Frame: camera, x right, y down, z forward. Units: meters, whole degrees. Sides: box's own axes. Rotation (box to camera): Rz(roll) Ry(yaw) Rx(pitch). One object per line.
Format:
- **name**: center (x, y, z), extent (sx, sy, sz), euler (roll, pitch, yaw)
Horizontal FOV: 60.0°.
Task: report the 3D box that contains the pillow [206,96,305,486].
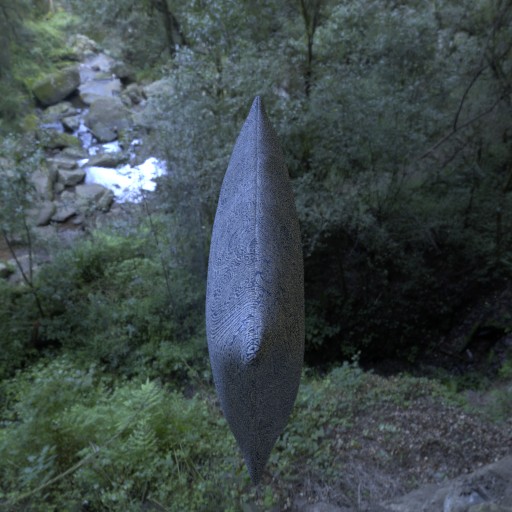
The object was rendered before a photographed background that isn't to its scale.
- **pillow**: center (0.000, 0.000, 0.726), extent (0.151, 0.295, 0.615), euler (0, 41, 0)
